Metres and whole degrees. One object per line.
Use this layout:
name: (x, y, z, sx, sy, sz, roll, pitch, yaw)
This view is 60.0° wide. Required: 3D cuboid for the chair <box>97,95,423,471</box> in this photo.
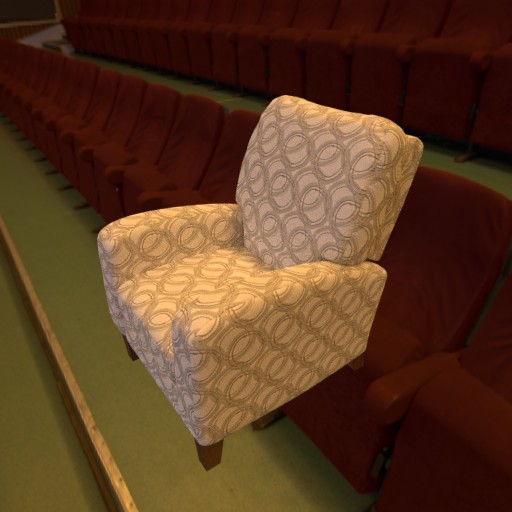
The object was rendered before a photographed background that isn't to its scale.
chair: (0.000, 0.000, 1.728, 0.995, 1.065, 0.796, -20, 36, -30)
